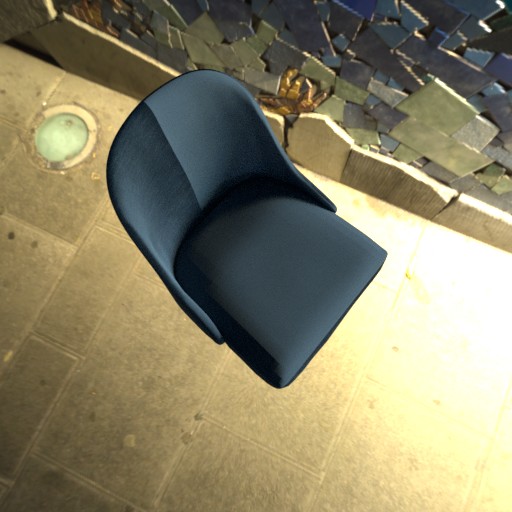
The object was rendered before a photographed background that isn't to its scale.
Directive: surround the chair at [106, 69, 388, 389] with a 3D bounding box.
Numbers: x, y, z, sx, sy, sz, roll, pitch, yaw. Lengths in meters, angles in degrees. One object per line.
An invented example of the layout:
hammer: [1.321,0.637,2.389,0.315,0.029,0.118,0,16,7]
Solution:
chair: [0.000,0.000,1.236,0.589,0.882,0.503,39,78,10]
